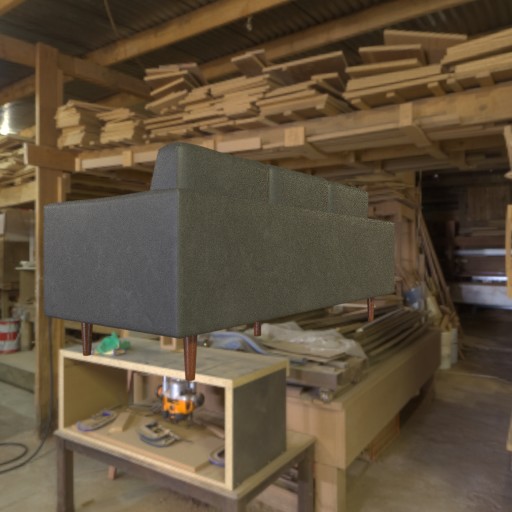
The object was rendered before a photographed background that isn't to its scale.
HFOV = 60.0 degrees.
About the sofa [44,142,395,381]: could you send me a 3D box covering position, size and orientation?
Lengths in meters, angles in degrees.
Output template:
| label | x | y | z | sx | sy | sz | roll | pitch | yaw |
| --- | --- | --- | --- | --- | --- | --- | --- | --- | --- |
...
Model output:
| label | x | y | z | sx | sy | sz | roll | pitch | yaw |
| --- | --- | --- | --- | --- | --- | --- | --- | --- | --- |
| sofa | 0.000 | 0.000 | 2.494 | 0.879 | 0.899 | 2.029 | 0 | 1 | 36 |
